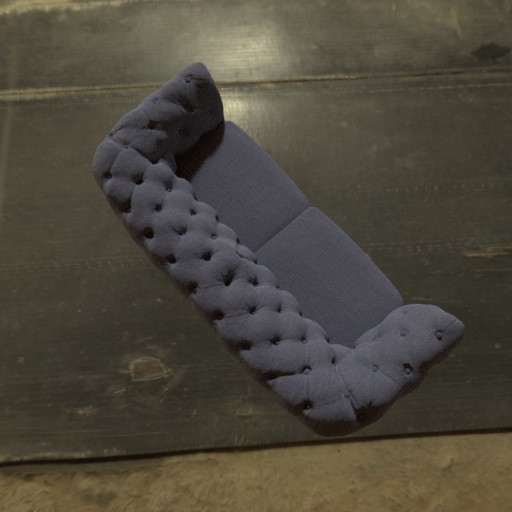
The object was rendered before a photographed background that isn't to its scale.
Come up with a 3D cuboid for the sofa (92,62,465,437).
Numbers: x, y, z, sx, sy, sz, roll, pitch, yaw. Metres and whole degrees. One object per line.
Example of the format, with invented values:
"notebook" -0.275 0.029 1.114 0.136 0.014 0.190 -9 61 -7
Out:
"sofa" 0.000 0.000 2.844 1.046 0.836 2.335 -41 79 -10
